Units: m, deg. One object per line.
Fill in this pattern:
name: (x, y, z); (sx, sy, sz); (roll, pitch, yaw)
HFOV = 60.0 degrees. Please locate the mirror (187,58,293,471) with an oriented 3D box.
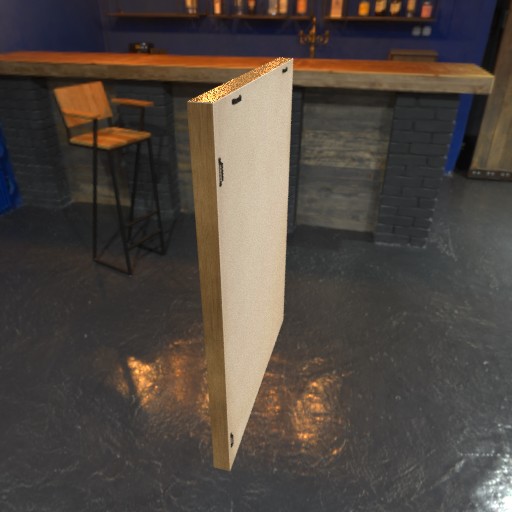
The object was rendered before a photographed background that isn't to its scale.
mirror: (0.000, 0.000, 0.927); (0.039, 0.711, 0.508); (8, 31, 13)
